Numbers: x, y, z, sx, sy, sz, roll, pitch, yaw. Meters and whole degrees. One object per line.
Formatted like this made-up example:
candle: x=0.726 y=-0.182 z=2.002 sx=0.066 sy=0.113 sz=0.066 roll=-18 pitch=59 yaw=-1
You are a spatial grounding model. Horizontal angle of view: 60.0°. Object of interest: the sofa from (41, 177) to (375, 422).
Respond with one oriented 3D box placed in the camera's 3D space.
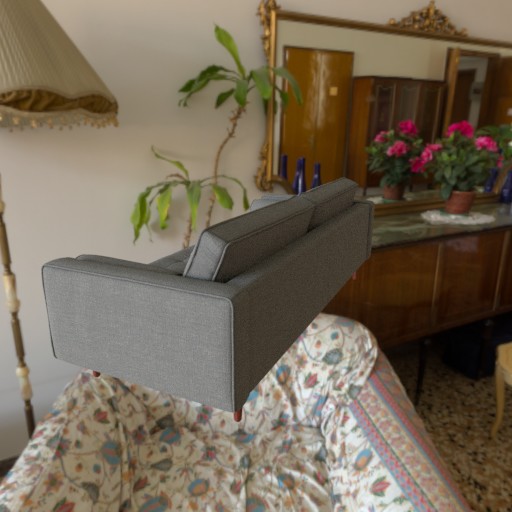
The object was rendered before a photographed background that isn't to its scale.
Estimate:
sofa: x=0.000 y=0.000 z=2.588 sx=0.914 sy=0.762 sz=2.198 roll=8 pitch=18 yaw=25
